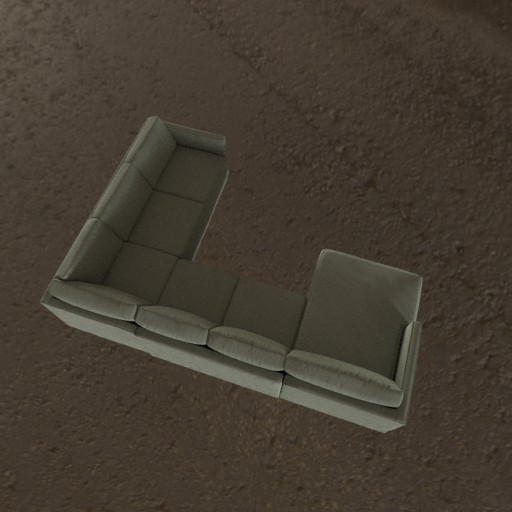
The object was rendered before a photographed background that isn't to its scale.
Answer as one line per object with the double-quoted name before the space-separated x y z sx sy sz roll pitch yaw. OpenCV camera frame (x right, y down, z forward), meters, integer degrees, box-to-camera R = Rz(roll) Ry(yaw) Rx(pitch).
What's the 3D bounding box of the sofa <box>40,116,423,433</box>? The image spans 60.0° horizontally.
"sofa" 0.000 0.000 4.592 3.434 0.869 2.440 16 64 8
